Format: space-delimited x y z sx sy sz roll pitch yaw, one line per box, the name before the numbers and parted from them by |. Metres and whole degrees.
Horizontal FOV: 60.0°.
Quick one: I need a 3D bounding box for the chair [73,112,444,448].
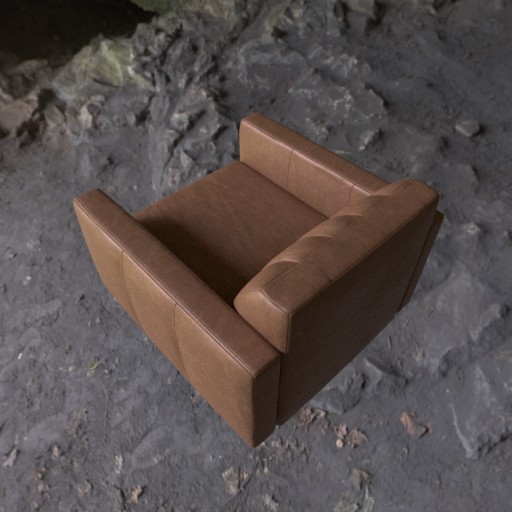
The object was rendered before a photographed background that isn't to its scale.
chair | 0.000 0.000 1.713 0.953 0.819 0.998 -34 56 -28
